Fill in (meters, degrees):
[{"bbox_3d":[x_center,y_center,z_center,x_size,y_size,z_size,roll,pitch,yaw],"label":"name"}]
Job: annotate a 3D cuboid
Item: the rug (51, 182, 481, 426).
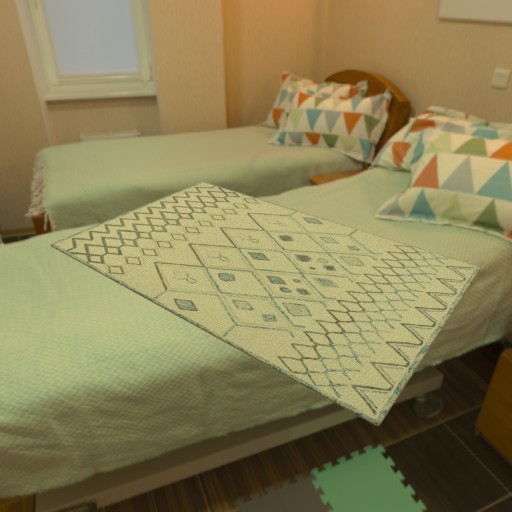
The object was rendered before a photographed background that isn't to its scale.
[{"bbox_3d":[0.000,0.000,2.944,2.439,0.015,1.524,22,37,32],"label":"rug"}]
